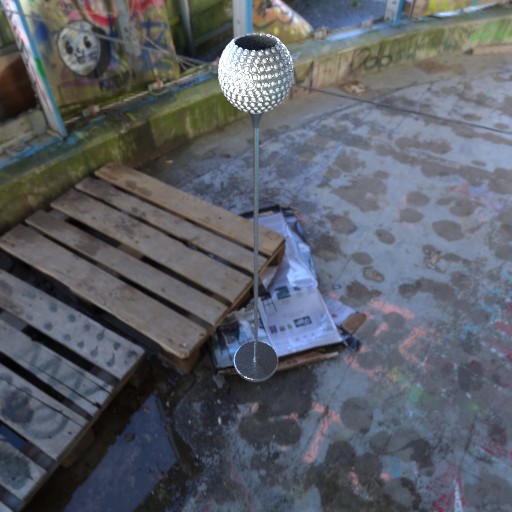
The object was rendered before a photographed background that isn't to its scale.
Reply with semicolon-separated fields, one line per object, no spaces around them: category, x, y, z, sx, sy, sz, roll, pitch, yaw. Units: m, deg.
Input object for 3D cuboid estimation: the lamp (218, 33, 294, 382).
lamp;0.000;0.000;1.935;0.254;1.805;0.254;0;47;0
